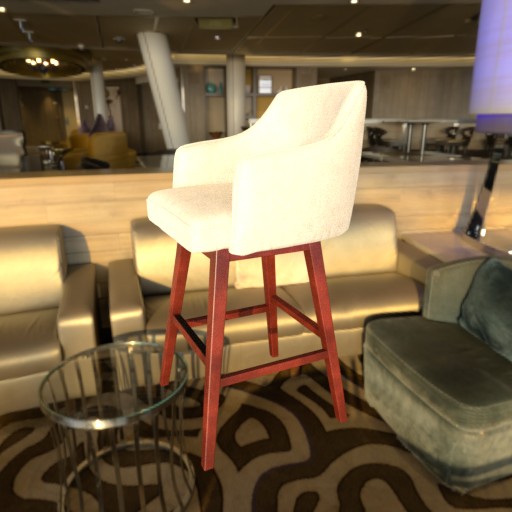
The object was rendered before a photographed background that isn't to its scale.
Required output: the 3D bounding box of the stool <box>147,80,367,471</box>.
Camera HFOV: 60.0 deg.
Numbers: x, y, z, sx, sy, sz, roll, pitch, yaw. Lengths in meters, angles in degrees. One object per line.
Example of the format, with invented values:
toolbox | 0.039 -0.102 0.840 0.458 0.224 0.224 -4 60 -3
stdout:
stool | 0.000 0.000 1.365 0.558 1.012 0.548 -8 19 -25
